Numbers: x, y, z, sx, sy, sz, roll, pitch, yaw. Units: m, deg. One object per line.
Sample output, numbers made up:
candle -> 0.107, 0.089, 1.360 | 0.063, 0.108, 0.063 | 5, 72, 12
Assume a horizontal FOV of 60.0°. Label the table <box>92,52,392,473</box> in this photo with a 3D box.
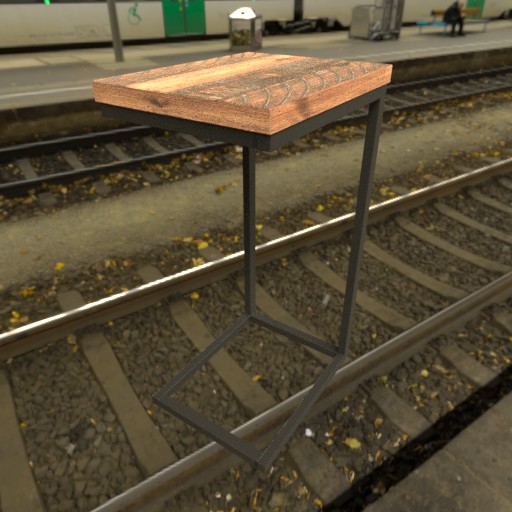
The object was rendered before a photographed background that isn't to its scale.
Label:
table -> 0.000, 0.000, 0.924 | 0.323, 0.718, 0.414 | 20, 36, 29
